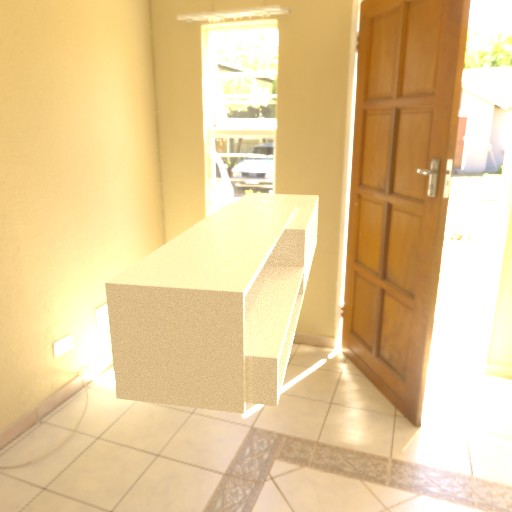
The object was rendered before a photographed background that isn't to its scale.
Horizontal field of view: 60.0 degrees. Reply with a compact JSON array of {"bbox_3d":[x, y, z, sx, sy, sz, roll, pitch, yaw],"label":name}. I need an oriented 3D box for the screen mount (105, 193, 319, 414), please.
[{"bbox_3d":[0.000,0.000,1.865,0.420,0.320,1.680,3,16,10],"label":"screen mount"}]
